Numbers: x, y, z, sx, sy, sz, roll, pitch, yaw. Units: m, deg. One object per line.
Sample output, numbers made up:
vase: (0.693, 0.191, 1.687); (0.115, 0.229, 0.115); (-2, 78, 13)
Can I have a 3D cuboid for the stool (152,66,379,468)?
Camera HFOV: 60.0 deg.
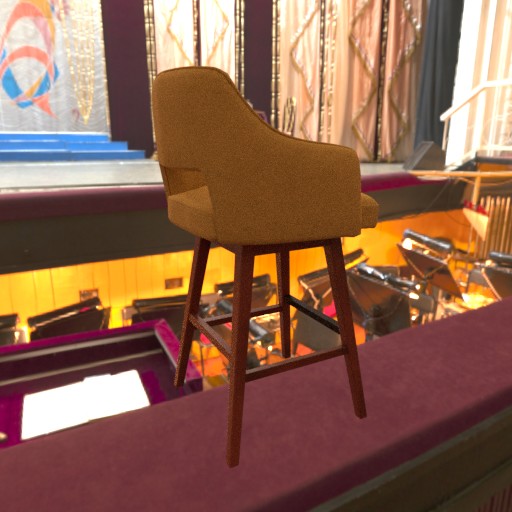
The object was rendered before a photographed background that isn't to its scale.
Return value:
stool: (0.000, 0.000, 1.346); (0.558, 1.012, 0.548); (-8, 17, -27)
